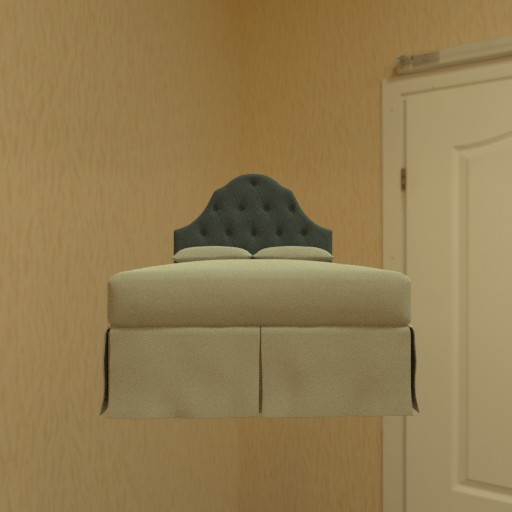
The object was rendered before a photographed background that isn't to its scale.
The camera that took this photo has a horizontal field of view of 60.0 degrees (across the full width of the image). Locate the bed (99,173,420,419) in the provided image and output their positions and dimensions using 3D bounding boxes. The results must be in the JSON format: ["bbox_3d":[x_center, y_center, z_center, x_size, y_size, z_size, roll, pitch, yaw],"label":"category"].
[{"bbox_3d":[0.000,0.000,3.232,1.636,1.575,2.155,0,0,-1],"label":"bed"}]
